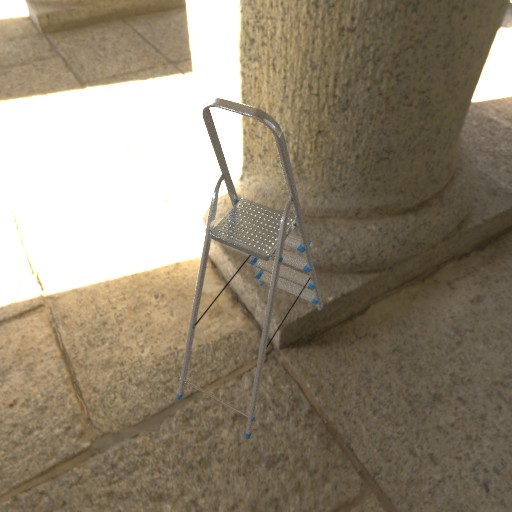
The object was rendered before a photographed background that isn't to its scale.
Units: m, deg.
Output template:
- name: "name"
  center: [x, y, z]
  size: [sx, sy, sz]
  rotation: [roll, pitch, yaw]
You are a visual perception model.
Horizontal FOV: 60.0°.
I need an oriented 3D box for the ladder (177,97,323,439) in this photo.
- name: "ladder"
  center: [0.000, 0.000, 2.101]
  size: [0.468, 1.648, 0.990]
  rotation: [22, 50, 20]
